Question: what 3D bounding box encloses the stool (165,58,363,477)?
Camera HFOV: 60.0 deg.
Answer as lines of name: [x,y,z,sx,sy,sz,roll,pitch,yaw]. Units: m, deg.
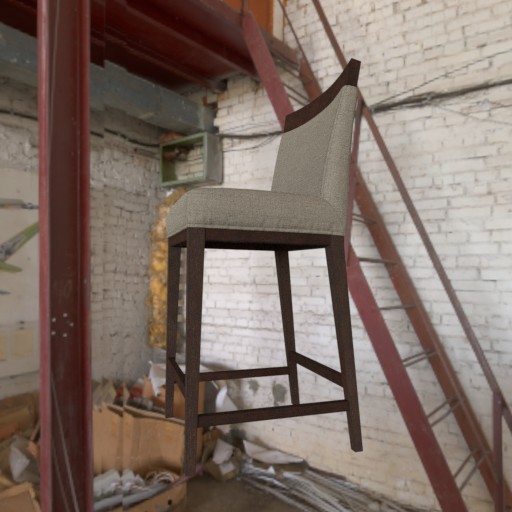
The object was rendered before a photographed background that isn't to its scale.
stool: [0.000,0.000,1.422,0.531,1.117,0.511,0,-2,-18]
